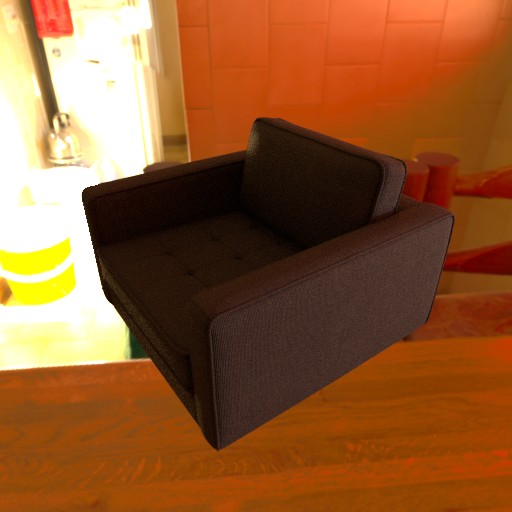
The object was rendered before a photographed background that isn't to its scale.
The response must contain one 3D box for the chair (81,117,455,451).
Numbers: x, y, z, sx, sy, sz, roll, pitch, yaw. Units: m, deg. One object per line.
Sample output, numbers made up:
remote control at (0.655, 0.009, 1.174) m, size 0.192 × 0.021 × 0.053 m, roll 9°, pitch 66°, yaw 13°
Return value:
chair at (0.000, 0.000, 1.552) m, size 0.919 × 0.770 × 0.899 m, roll -21°, pitch 37°, yaw -30°
